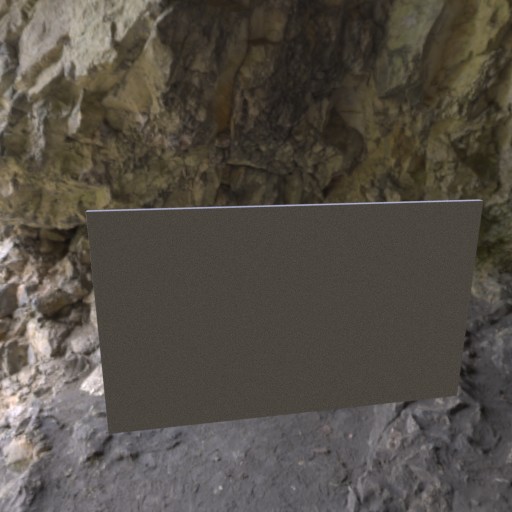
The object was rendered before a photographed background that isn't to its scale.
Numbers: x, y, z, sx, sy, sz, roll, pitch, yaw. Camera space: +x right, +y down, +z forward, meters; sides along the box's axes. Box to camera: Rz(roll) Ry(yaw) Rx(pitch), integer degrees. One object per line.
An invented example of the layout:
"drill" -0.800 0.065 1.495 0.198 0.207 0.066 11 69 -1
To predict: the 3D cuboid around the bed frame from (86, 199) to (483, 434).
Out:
"bed frame" 0.000 0.000 2.985 1.711 1.001 2.100 -3 15 -10
